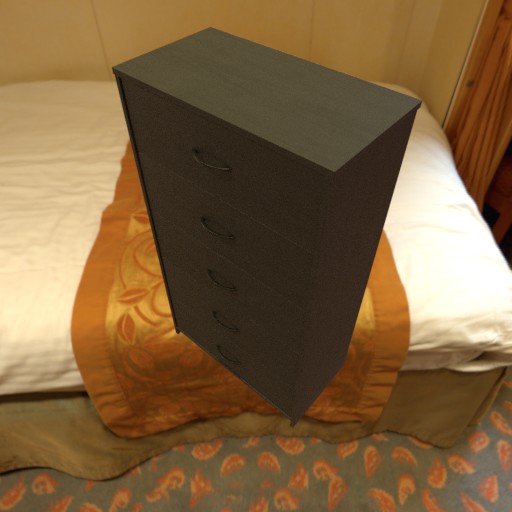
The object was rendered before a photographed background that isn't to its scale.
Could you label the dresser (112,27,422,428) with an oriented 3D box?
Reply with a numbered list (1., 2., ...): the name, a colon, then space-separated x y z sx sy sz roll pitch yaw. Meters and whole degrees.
1. dresser: 0.000 0.000 1.562 0.704 1.255 0.399 32 55 26
